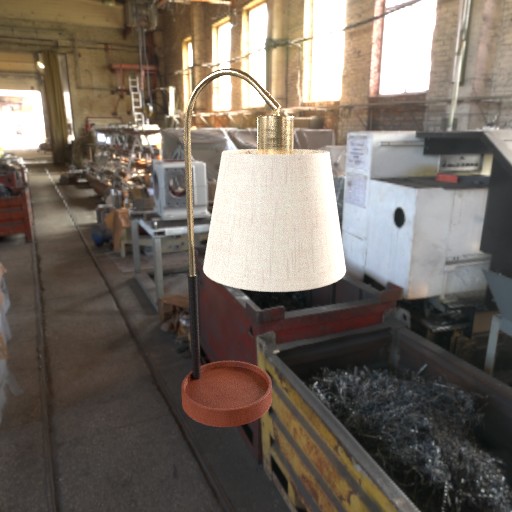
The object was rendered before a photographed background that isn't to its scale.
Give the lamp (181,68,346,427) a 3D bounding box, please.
[{"bbox_3d":[0.000,0.000,0.674,0.273,0.536,0.211,9,18,29],"label":"lamp"}]
